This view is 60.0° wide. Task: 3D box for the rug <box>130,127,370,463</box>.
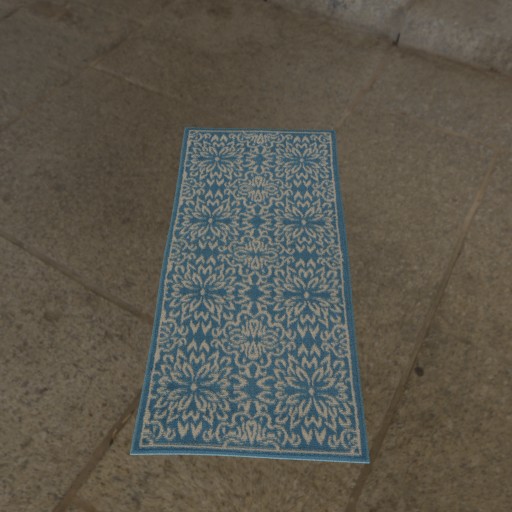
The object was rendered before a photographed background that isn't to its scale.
[{"bbox_3d":[0.000,0.000,1.444,0.604,0.007,1.219,1,57,1],"label":"rug"}]
